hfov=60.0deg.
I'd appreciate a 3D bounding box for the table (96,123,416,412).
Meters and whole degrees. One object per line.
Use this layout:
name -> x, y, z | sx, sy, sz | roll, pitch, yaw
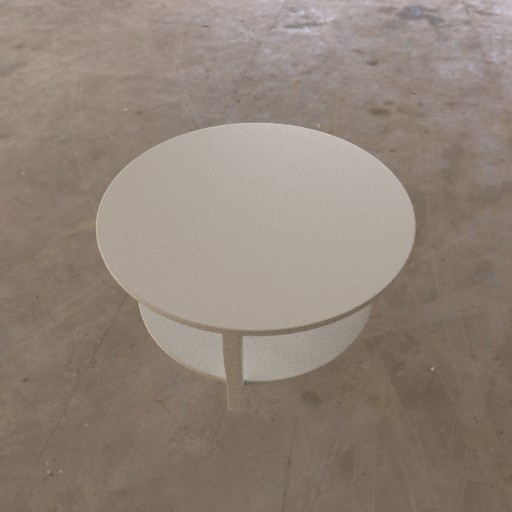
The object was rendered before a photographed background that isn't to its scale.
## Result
table -> 0.000, 0.000, 1.462 | 0.910, 0.457, 0.910 | 0, 46, 0
